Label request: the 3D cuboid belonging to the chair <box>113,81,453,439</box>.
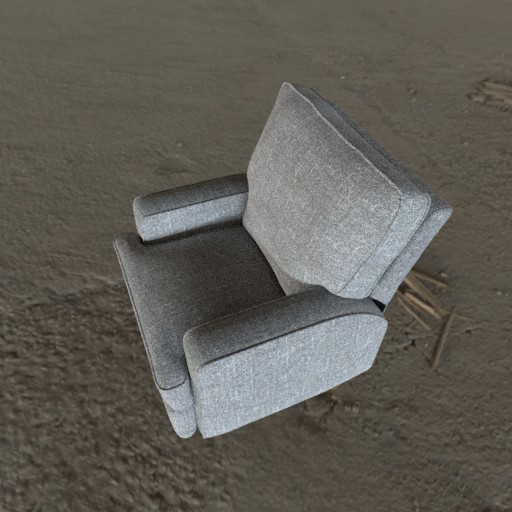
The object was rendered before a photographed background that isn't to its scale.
[{"bbox_3d":[0.000,0.000,1.669,0.964,0.962,0.861,-17,49,-16],"label":"chair"}]
